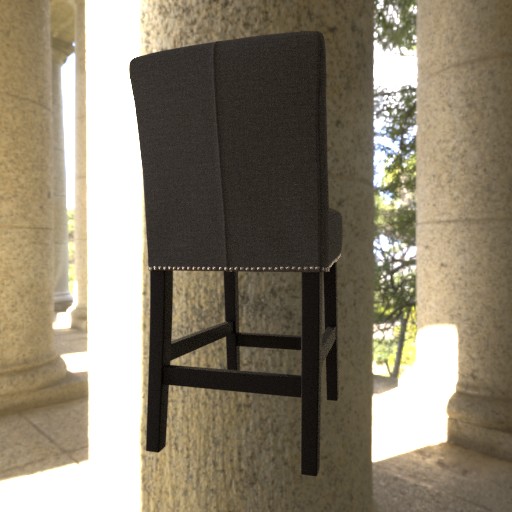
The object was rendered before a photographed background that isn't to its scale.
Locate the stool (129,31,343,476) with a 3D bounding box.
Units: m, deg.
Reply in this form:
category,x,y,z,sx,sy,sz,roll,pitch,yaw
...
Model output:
category,x,y,z,sx,sy,sz,roll,pitch,yaw
stool,0.000,0.000,1.155,0.427,0.885,0.571,0,0,17
